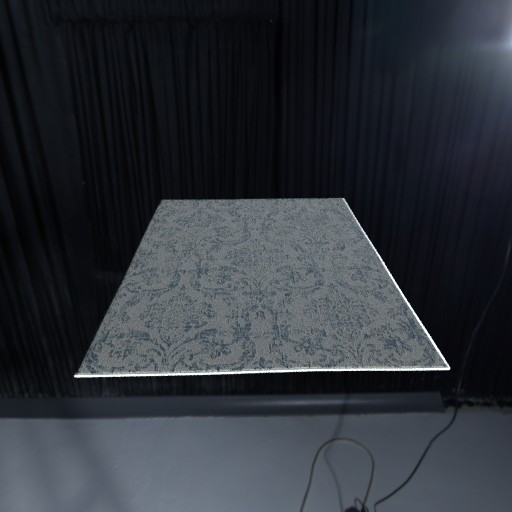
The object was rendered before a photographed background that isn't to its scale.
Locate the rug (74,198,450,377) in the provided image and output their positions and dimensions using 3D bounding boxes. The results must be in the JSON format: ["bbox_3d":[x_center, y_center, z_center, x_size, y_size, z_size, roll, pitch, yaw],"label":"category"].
[{"bbox_3d":[0.000,0.000,2.843,1.586,0.014,2.197,-1,26,-2],"label":"rug"}]
